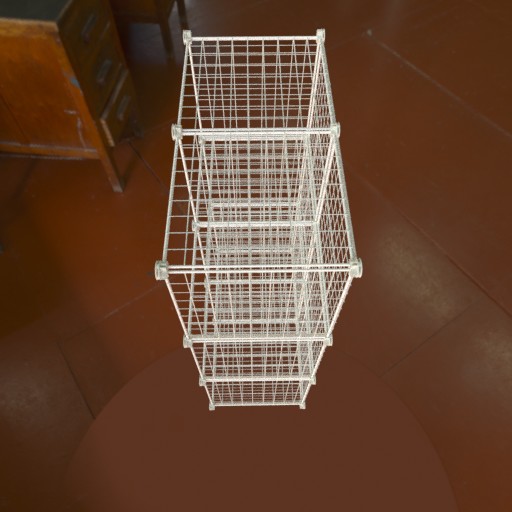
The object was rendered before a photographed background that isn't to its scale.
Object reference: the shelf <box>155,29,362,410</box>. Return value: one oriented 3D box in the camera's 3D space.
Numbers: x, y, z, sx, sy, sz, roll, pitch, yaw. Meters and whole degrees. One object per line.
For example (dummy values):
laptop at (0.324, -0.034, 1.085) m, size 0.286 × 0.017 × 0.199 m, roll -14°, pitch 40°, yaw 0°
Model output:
shelf at (0.000, 0.000, 1.393) m, size 0.356 × 1.067 × 0.711 m, roll -1°, pitch 59°, yaw 0°
